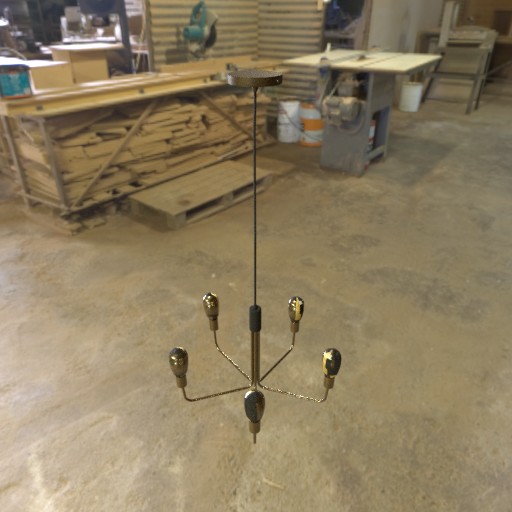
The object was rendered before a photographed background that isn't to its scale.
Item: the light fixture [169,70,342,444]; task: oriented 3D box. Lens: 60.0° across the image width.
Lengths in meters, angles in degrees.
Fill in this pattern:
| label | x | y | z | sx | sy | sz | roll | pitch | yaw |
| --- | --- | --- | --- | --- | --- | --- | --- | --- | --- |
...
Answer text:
| label | x | y | z | sx | sy | sz | roll | pitch | yaw |
| --- | --- | --- | --- | --- | --- | --- | --- | --- | --- |
| light fixture | 0.000 | 0.000 | 1.372 | 0.588 | 1.059 | 0.532 | 20 | 35 | 31 |
